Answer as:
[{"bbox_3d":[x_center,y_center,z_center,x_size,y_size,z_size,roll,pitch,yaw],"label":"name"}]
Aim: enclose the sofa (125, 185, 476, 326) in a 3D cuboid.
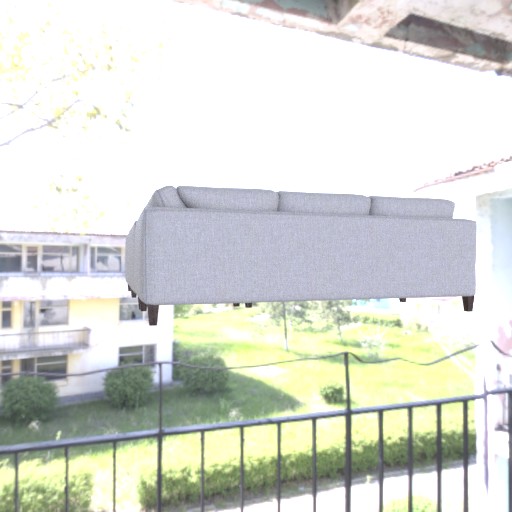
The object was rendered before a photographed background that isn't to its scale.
[{"bbox_3d":[0.000,0.000,4.628,2.551,0.889,3.403,0,-1,-18],"label":"sofa"}]
